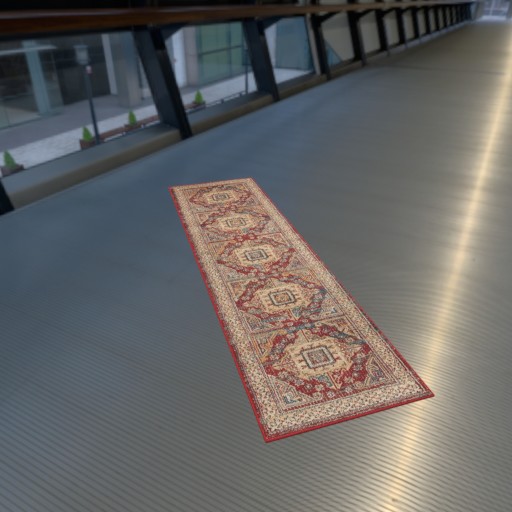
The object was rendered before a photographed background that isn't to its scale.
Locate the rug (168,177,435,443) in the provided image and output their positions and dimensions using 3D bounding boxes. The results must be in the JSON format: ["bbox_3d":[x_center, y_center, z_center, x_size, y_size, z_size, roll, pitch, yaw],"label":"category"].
[{"bbox_3d":[0.000,0.000,2.480,0.659,0.015,2.292,-9,32,-15],"label":"rug"}]
